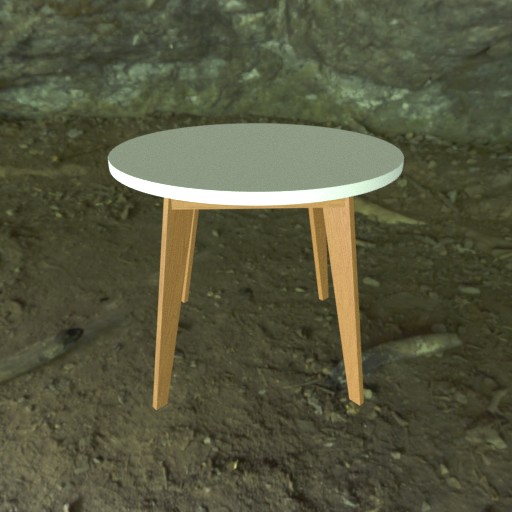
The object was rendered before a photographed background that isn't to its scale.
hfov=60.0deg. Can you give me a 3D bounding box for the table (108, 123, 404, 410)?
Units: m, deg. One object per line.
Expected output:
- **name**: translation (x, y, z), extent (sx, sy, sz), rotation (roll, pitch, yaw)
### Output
- **table**: translation (0.000, 0.000, 1.567), extent (0.896, 0.762, 0.896), rotation (0, 26, 0)
